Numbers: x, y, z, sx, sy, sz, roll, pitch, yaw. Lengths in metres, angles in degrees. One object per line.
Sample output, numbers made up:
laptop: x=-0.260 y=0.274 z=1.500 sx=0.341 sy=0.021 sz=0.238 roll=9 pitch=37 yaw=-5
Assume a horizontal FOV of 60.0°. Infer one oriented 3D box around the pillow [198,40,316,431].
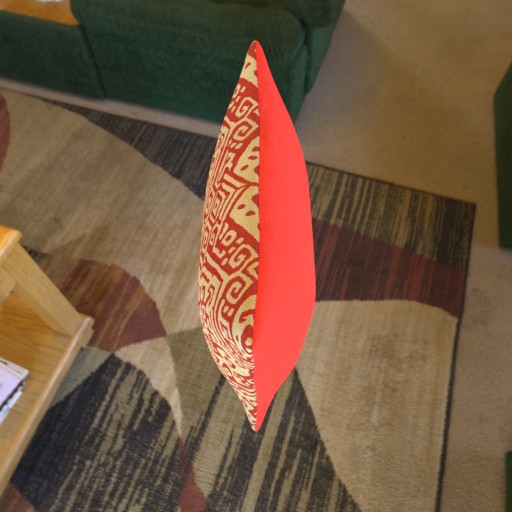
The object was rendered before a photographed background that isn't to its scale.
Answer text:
pillow: x=0.000 y=0.000 z=0.799 sx=0.192 sy=0.507 sz=0.522 roll=0 pitch=59 yaw=0
